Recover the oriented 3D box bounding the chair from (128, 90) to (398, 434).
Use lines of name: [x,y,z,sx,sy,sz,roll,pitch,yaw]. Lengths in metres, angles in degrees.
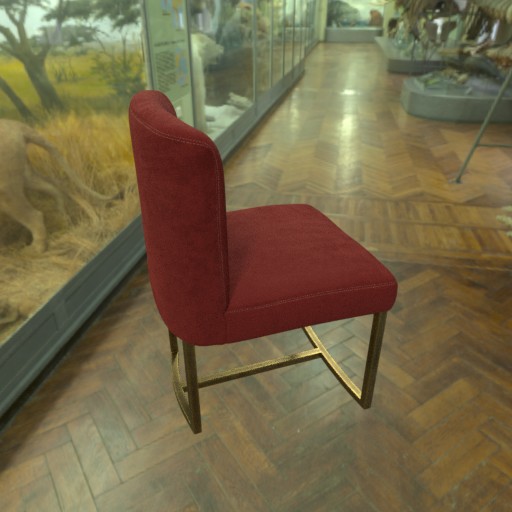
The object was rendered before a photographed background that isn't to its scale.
chair: [0.000,0.000,1.187,0.560,0.824,0.530,-10,30,-17]
